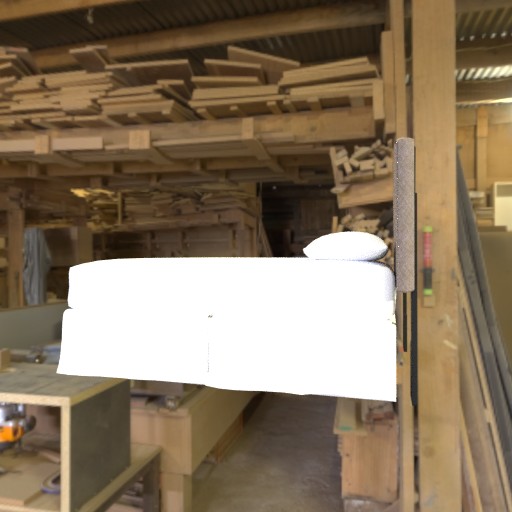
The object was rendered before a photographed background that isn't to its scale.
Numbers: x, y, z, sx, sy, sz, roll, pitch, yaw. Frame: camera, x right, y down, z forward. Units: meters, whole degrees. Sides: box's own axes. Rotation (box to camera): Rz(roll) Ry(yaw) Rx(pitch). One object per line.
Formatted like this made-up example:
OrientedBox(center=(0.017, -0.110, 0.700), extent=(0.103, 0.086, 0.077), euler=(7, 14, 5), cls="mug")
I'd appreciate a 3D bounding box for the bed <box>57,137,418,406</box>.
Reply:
OrientedBox(center=(0.000, 0.000, 3.269), extent=(2.153, 1.518, 1.713), euler=(0, 0, 17), cls="bed")
